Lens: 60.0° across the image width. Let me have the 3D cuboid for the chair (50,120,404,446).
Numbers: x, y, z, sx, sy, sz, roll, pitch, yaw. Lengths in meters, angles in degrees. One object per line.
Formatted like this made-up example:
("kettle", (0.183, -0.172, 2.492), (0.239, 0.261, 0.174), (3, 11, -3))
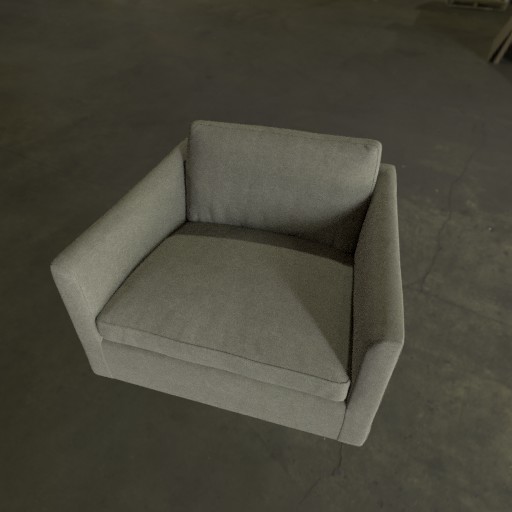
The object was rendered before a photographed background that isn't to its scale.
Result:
("chair", (0.000, 0.000, 1.926), (1.190, 0.845, 1.091), (11, 42, 12))
